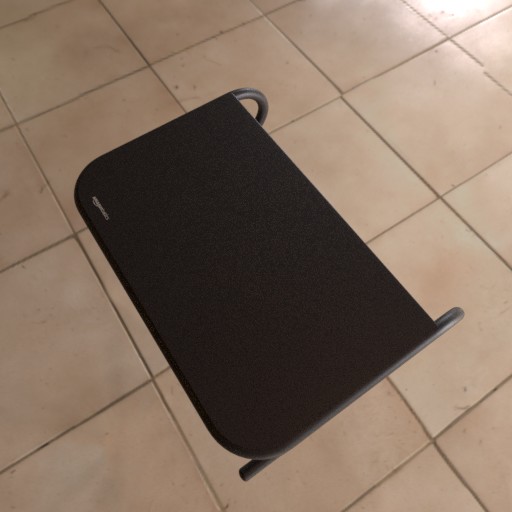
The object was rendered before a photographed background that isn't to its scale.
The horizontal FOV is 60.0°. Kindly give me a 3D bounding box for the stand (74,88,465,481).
[{"bbox_3d":[0.000,0.000,0.503,0.280,0.108,0.370,-32,68,-14],"label":"stand"}]
